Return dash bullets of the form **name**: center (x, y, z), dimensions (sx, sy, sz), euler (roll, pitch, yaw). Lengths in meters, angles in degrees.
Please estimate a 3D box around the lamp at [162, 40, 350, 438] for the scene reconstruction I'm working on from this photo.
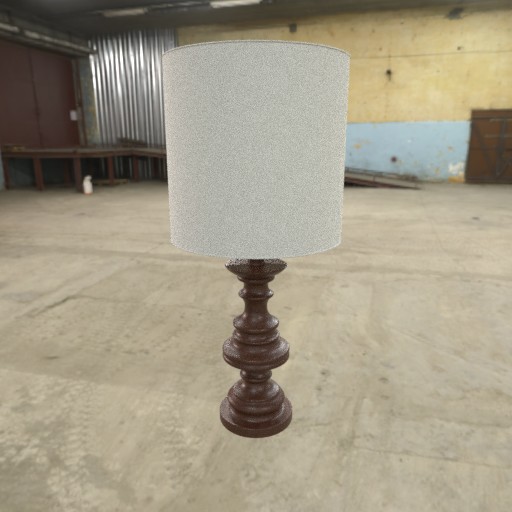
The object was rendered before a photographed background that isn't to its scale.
- **lamp**: center (0.000, 0.000, 0.556), dimensions (0.208, 0.455, 0.208), euler (14, 20, 42)
